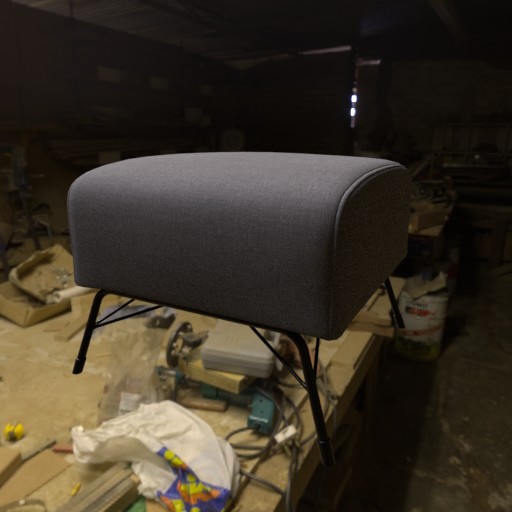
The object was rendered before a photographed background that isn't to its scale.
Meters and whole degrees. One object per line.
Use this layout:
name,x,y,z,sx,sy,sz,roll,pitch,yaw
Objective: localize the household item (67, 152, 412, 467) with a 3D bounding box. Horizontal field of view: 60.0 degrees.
household item,0.000,0.000,0.903,0.530,0.410,0.530,8,18,27
